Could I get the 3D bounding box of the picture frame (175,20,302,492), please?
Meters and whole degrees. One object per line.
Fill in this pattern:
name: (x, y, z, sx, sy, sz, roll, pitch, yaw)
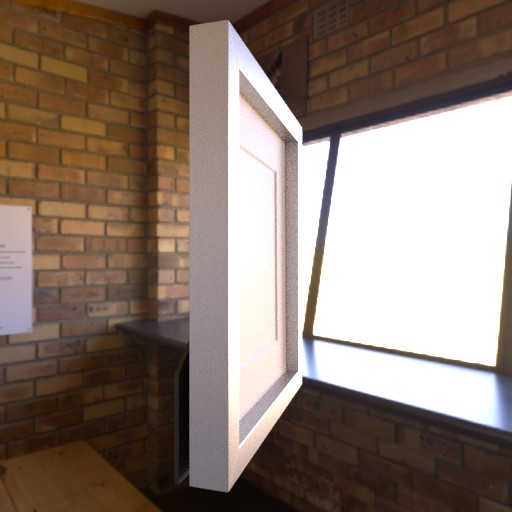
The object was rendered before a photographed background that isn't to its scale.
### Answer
picture frame: (0.000, 0.000, 0.381, 0.036, 0.282, 0.233, 0, 0, 17)
